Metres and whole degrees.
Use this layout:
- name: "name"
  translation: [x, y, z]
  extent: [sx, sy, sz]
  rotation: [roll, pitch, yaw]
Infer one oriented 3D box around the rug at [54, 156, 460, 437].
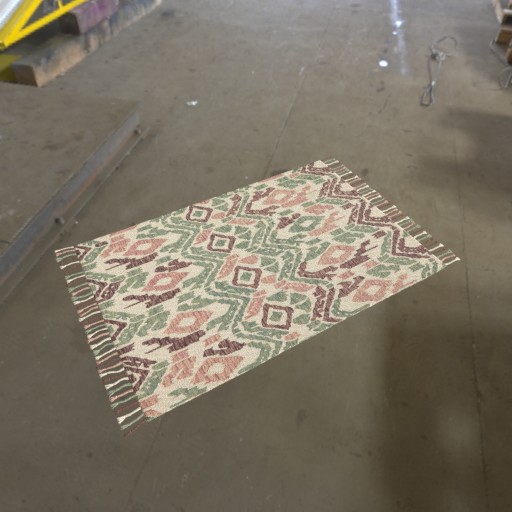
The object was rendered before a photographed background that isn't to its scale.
- name: "rug"
  translation: [0.000, 0.000, 3.099]
  extent: [2.438, 0.011, 1.524]
  rotation: [-23, 50, -20]
